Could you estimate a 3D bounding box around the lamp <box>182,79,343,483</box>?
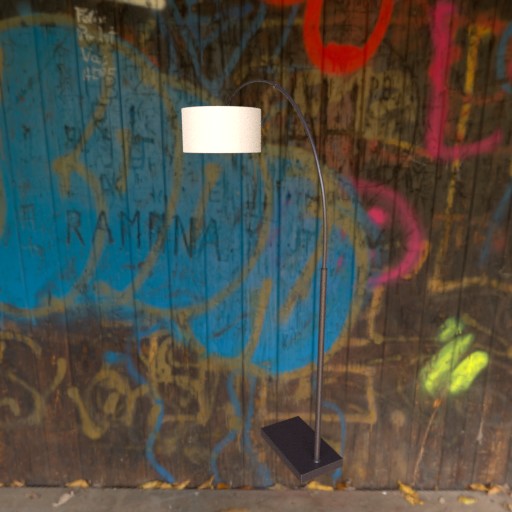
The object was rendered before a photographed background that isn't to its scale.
[{"bbox_3d":[0.000,0.000,2.579,0.493,1.927,1.424,-7,16,-27],"label":"lamp"}]
